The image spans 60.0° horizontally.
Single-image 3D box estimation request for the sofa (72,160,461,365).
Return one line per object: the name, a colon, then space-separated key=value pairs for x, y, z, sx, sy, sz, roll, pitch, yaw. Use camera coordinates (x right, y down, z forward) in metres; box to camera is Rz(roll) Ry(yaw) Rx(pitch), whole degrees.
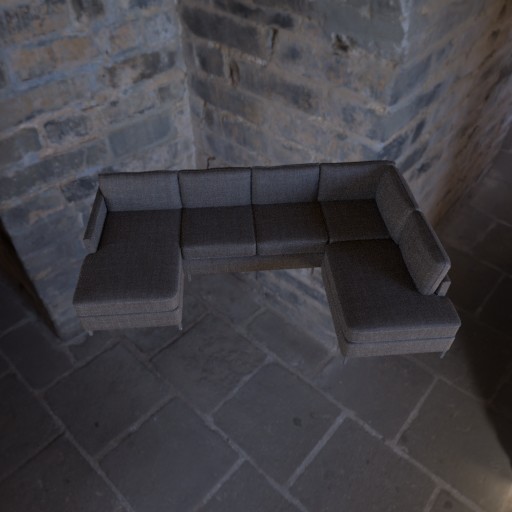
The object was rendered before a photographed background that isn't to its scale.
sofa: x=0.000 y=0.000 z=4.455 sx=3.423 sy=0.999 sz=2.048 roll=-3 pitch=45 yaw=-3
